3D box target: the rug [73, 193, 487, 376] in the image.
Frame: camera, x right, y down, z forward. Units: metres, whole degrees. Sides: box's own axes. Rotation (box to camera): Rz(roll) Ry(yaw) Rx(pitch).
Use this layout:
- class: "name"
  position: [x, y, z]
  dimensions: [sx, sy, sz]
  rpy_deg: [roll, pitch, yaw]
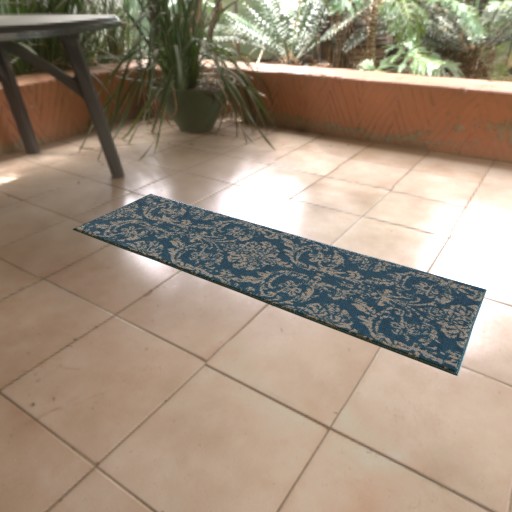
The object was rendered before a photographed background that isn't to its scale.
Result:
- class: "rug"
  position: [0.000, 0.000, 2.386]
  dimensions: [2.196, 0.011, 0.662]
  rpy_deg: [18, 35, 28]
